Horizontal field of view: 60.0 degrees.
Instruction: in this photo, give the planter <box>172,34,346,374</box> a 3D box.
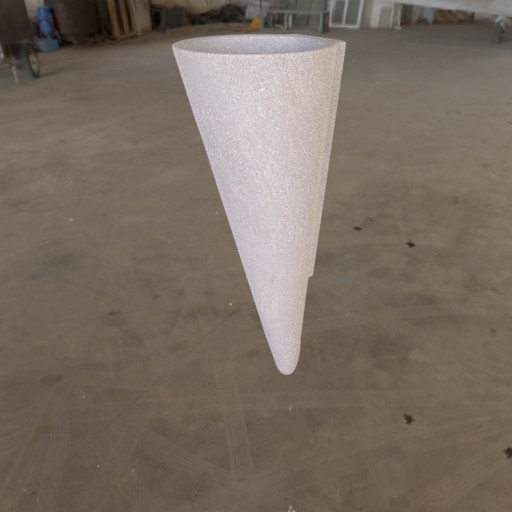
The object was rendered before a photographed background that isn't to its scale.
[{"bbox_3d":[0.000,0.000,0.296,0.087,0.259,0.078,-21,38,-29],"label":"planter"}]
